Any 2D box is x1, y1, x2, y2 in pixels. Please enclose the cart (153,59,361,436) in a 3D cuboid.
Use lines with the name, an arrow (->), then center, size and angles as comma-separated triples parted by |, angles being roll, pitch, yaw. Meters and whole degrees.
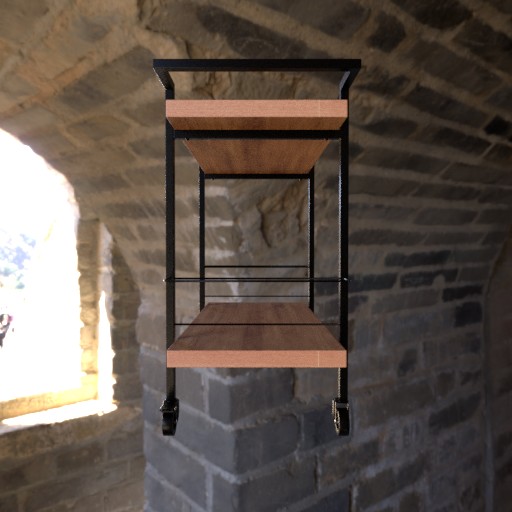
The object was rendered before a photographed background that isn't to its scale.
cart -> 0.000, 0.000, 1.249 | 0.406, 0.762, 0.806 | 0, 1, 0
